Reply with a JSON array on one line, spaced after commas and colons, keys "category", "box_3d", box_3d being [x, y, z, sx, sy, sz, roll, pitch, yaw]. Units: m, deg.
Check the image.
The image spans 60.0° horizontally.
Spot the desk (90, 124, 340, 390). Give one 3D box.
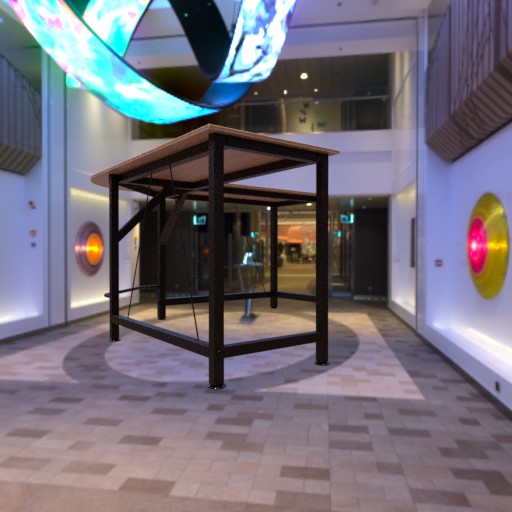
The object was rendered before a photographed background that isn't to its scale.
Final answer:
[{"category": "desk", "box_3d": [0.000, 0.000, 2.232, 1.400, 0.762, 1.400, 0, 1, -37]}]
